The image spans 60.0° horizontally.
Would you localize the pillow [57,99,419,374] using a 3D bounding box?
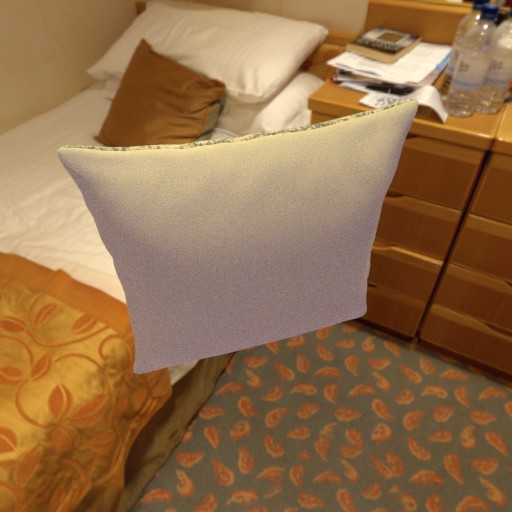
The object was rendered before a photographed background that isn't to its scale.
[{"bbox_3d":[0.000,0.000,0.782,0.523,0.510,0.166,-12,44,-13],"label":"pillow"}]
